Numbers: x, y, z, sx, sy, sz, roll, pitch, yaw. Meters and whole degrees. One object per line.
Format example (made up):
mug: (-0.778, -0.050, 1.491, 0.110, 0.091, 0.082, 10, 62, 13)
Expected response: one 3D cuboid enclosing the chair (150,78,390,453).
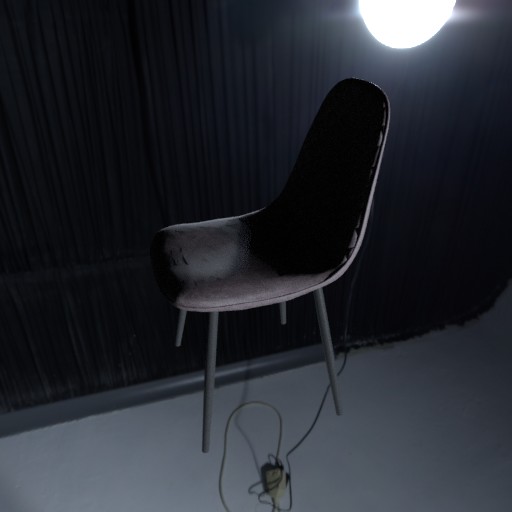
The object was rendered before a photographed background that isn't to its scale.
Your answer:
chair: (0.000, 0.000, 1.222, 0.561, 0.889, 0.472, -9, 31, -16)
